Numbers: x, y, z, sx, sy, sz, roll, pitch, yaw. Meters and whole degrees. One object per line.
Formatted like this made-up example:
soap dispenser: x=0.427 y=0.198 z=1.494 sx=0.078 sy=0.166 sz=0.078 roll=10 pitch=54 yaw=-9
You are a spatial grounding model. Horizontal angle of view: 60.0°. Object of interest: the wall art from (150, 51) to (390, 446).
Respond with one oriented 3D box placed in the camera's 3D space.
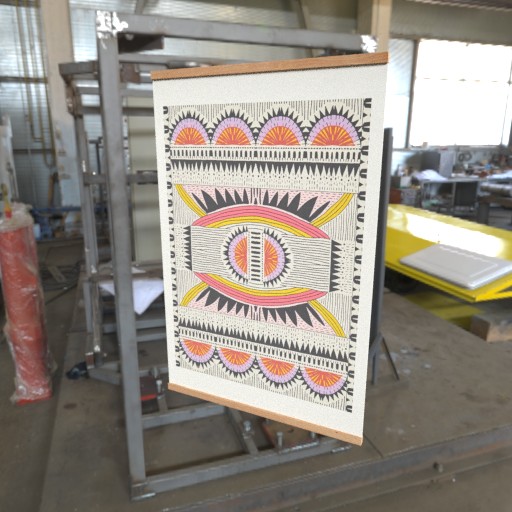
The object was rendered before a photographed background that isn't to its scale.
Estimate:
wall art: x=0.000 y=0.000 z=1.899 sx=0.999 sy=1.533 sz=0.028 roll=7 pitch=16 yaw=25
